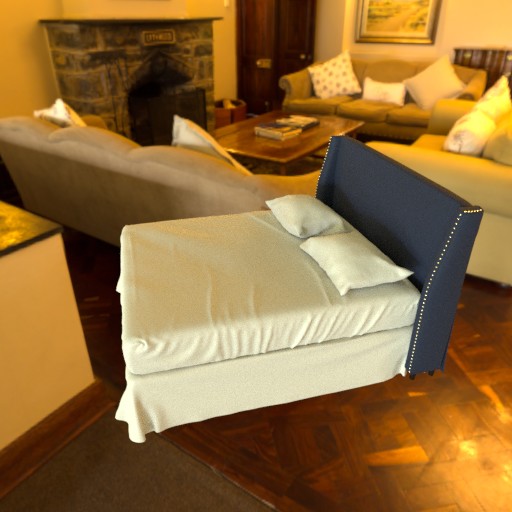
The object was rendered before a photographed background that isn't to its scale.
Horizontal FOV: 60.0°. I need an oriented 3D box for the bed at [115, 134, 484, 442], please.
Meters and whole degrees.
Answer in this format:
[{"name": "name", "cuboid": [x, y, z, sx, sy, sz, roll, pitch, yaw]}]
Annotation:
[{"name": "bed", "cuboid": [0.000, 0.000, 3.427, 2.276, 1.332, 1.925, -7, 30, -13]}]
